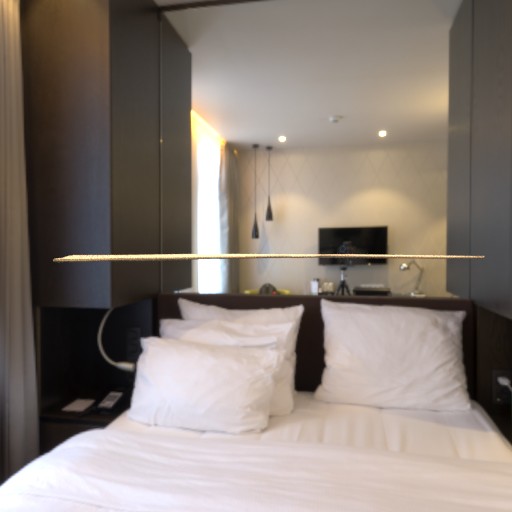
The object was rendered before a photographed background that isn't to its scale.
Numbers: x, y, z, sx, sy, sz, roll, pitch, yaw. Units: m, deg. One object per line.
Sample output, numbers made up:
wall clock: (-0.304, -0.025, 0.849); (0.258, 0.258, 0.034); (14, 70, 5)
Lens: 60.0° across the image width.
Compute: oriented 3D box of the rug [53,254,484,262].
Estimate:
rug: (0.000, 0.000, 2.229); (1.773, 0.021, 1.149); (0, 1, -19)
